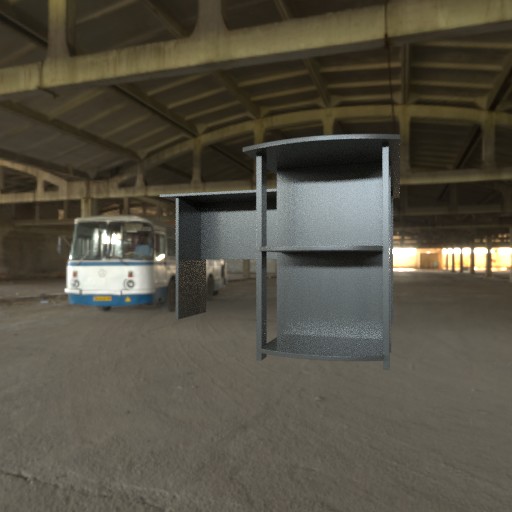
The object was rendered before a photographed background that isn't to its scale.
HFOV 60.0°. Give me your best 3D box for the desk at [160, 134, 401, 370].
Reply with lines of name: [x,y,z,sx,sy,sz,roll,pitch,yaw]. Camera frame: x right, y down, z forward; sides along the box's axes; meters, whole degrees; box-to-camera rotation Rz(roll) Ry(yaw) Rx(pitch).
desk: [0.000,0.000,2.107,1.303,0.716,1.361,0,-1,18]
